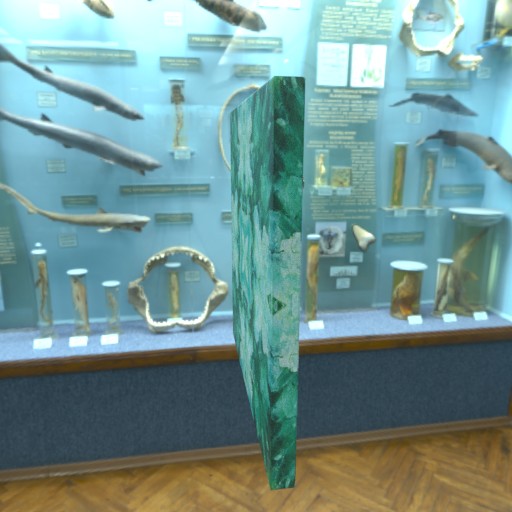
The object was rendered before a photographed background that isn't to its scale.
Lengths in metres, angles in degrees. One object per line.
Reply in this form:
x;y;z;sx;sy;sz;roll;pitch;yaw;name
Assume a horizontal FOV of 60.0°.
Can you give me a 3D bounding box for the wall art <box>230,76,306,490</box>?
0.000;0.000;0.762;0.038;0.508;0.507;-2;14;-8;wall art
